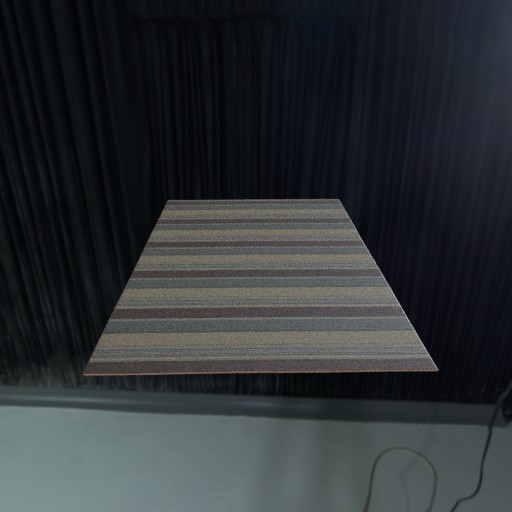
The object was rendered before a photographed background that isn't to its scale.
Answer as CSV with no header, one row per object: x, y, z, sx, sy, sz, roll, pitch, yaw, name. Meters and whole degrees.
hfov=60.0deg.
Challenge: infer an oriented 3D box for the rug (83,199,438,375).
0.000,0.000,2.337,1.219,0.008,1.829,0,26,-1,rug
